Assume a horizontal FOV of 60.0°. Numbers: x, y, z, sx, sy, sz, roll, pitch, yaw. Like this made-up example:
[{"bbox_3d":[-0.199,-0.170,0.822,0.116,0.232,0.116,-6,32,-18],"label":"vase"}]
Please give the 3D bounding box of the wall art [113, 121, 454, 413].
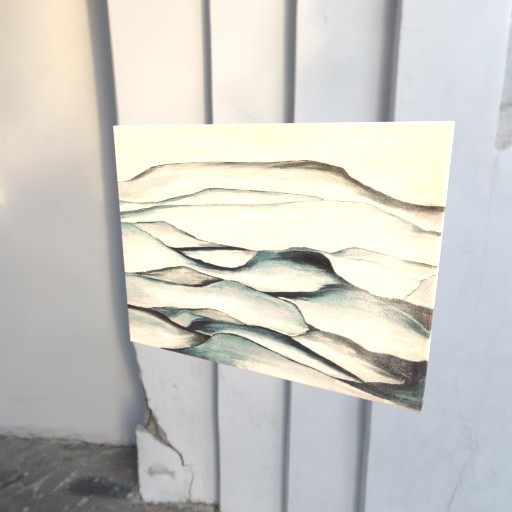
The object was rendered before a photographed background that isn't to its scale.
[{"bbox_3d":[0.000,0.000,1.602,1.219,0.915,0.039,7,17,25],"label":"wall art"}]
